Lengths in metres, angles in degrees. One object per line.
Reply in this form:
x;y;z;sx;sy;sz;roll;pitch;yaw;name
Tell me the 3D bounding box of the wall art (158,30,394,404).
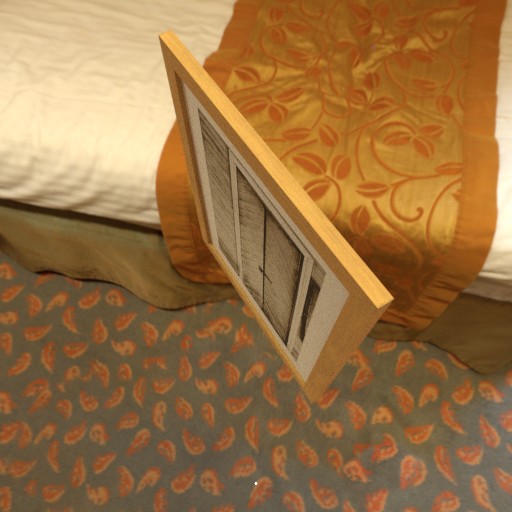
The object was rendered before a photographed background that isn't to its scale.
0.000;0.000;0.756;0.020;0.561;0.460;-29;67;-14;wall art
